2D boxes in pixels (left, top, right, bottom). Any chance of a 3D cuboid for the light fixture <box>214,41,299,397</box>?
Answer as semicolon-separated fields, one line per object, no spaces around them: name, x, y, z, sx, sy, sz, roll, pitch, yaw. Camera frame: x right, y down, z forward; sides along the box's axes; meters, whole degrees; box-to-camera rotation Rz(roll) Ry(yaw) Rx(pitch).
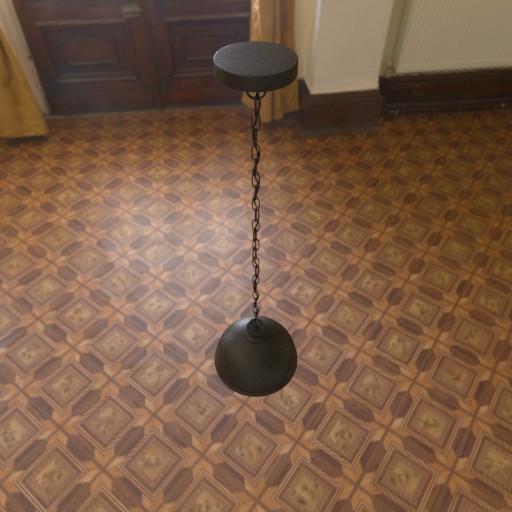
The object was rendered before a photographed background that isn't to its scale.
light fixture;0.000;0.000;1.232;0.304;1.090;0.304;3;47;3
